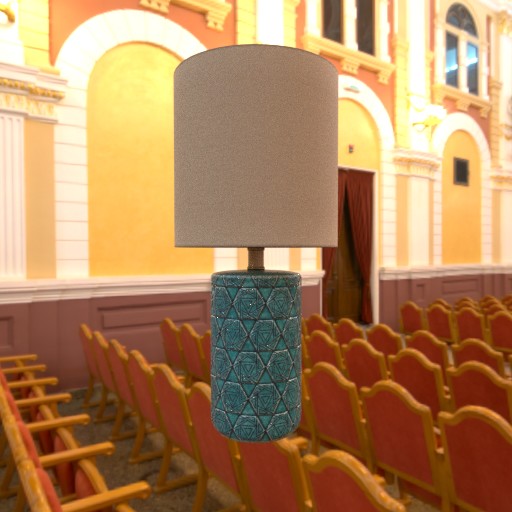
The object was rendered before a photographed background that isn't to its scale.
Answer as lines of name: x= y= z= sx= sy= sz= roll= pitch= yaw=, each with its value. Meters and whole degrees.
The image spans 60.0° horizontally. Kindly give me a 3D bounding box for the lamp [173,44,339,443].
lamp: x=0.000 y=0.000 z=0.763 sx=0.278 sy=0.597 sz=0.278 roll=-1 pitch=1 yaw=-34
